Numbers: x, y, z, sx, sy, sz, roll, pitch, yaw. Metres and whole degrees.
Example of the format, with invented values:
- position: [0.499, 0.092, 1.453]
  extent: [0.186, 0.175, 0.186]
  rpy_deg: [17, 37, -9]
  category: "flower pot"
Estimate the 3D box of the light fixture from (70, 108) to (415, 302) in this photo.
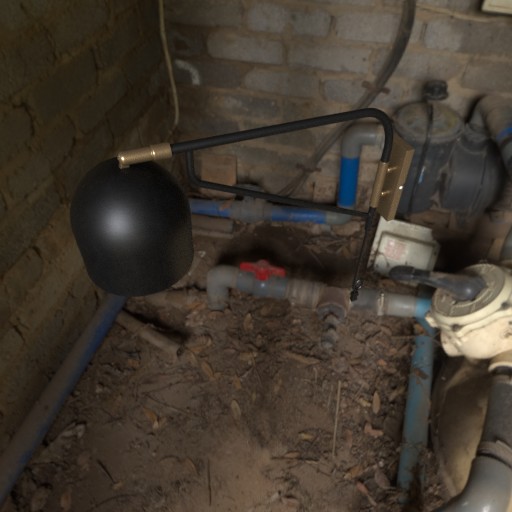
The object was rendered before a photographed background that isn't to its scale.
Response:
- position: [0.000, 0.000, 1.044]
  extent: [0.720, 0.696, 0.215]
  rpy_deg: [-18, 49, -16]
  category: "light fixture"
